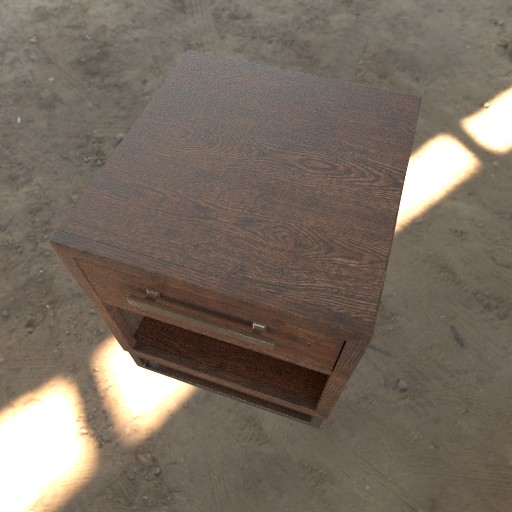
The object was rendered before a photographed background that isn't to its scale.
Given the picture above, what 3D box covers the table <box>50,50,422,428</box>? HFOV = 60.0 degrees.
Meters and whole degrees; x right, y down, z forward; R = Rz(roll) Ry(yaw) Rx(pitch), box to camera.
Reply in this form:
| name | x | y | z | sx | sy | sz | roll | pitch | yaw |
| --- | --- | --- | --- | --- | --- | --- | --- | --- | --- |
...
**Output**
| name | x | y | z | sx | sy | sz | roll | pitch | yaw |
| --- | --- | --- | --- | --- | --- | --- | --- | --- | --- |
| table | 0.000 | 0.000 | 1.020 | 0.506 | 0.582 | 0.566 | 16 | 58 | 10 |
